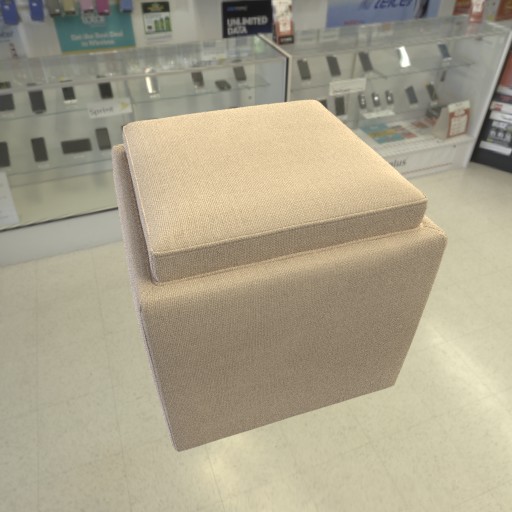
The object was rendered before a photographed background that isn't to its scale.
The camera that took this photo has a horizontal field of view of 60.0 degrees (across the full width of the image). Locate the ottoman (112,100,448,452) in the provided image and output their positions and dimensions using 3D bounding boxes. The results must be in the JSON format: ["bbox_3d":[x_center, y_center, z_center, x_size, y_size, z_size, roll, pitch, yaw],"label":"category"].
[{"bbox_3d":[0.000,0.000,0.830,0.451,0.460,0.450,-12,42,-14],"label":"ottoman"}]
